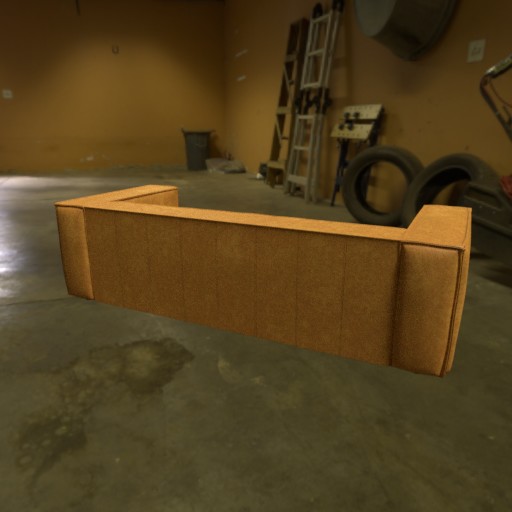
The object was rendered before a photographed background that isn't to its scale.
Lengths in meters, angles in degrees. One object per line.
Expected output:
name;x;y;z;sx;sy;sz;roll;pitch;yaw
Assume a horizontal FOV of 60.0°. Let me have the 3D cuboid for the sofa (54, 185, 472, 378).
sofa;0.000;0.000;2.988;2.581;0.701;1.102;8;18;25
